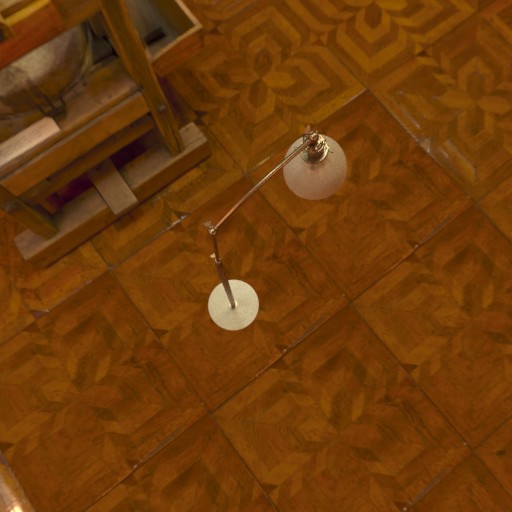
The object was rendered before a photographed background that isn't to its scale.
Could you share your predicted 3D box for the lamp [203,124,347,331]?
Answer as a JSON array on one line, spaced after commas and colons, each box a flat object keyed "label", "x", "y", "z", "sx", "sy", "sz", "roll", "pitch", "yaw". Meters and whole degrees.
[{"label": "lamp", "x": 0.000, "y": 0.000, "z": 1.795, "sx": 0.599, "sy": 1.586, "sz": 0.288, "roll": -34, "pitch": 78, "yaw": -8}]
